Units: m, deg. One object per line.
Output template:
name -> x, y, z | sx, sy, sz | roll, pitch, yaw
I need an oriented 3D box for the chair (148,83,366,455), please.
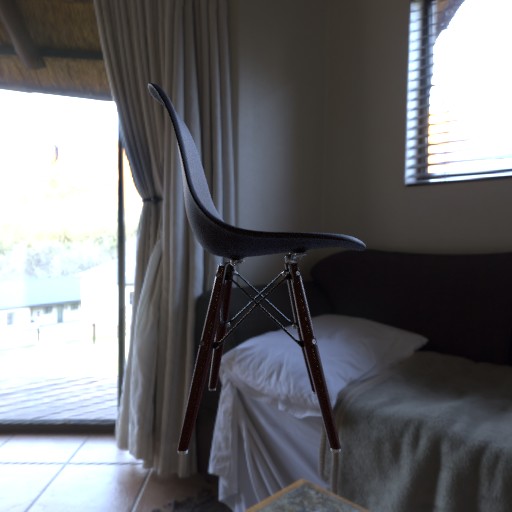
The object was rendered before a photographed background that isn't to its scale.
chair -> 0.000, 0.000, 1.131 | 0.533, 0.826, 0.470 | 0, 1, 1
